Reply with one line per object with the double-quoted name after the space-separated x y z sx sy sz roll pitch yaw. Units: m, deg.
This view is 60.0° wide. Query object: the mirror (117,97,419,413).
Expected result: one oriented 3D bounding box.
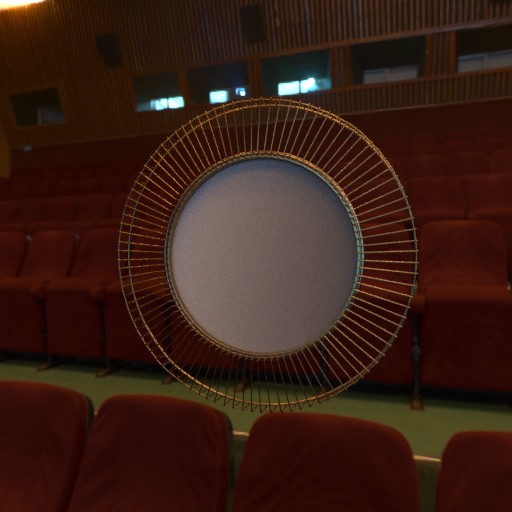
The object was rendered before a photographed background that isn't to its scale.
0.000 0.000 1.020 0.703 0.703 0.067 0 1 18 "mirror"
